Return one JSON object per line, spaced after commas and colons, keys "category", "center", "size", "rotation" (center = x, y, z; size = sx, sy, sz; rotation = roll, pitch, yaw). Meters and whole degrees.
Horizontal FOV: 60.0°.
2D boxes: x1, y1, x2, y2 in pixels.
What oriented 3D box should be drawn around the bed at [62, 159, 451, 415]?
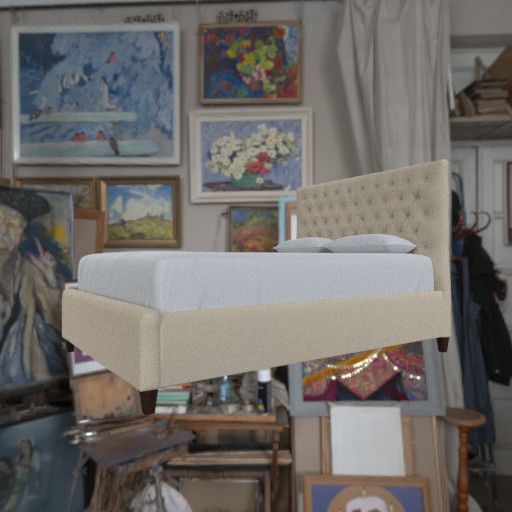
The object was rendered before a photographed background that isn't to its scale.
{"category": "bed", "center": [0.000, 0.000, 3.306], "size": [2.387, 1.427, 1.698], "rotation": [0, 0, -35]}
